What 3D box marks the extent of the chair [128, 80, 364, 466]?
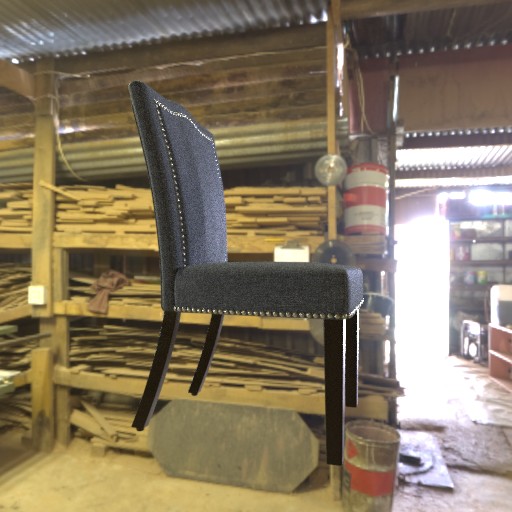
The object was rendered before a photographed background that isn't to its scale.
[{"bbox_3d":[0.000,0.000,1.294,0.589,0.946,0.518,0,-2,17],"label":"chair"}]
